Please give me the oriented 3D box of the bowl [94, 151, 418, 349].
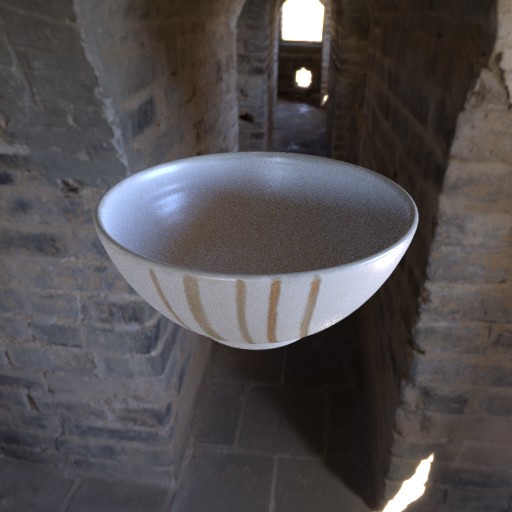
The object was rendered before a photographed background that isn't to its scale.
[{"bbox_3d":[0.000,0.000,0.412,0.268,0.121,0.268,0,29,0],"label":"bowl"}]
